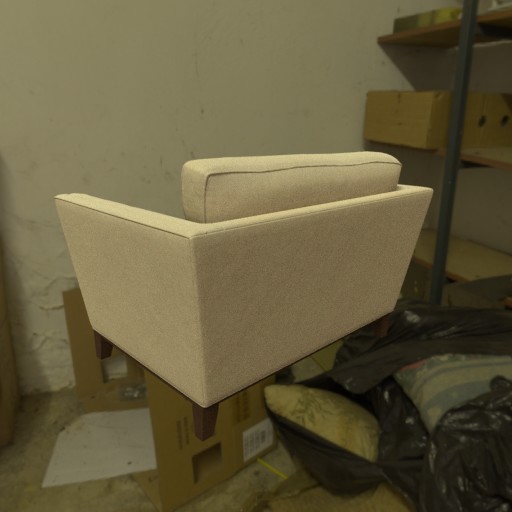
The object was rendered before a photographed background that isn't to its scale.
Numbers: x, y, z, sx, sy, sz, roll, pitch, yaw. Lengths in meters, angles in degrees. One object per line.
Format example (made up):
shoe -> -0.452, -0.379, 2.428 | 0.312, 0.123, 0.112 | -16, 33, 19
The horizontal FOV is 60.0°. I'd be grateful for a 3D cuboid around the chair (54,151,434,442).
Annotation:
chair -> 0.000, 0.000, 2.030 | 1.397, 0.940, 0.965 | -15, 21, -42
